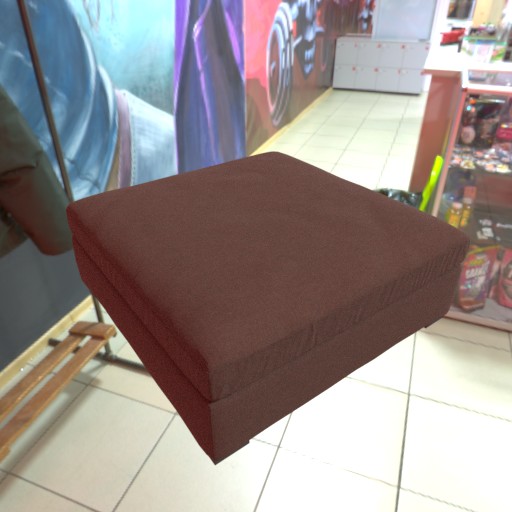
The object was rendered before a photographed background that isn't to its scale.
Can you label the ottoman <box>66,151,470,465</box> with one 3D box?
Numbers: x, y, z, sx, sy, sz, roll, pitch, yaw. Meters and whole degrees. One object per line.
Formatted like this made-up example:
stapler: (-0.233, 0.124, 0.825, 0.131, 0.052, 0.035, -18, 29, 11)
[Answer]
ottoman: (0.000, 0.000, 1.836, 1.181, 0.470, 1.181, -21, 38, -30)
